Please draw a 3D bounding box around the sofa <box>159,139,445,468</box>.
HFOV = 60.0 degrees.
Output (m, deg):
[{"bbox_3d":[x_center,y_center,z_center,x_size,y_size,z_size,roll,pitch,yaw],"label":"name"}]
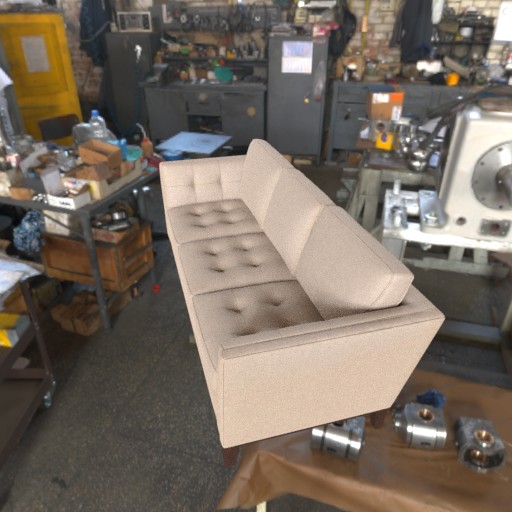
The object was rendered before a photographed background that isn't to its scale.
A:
[{"bbox_3d":[0.000,0.000,2.864,0.965,0.940,2.388,-8,31,-14],"label":"sofa"}]
